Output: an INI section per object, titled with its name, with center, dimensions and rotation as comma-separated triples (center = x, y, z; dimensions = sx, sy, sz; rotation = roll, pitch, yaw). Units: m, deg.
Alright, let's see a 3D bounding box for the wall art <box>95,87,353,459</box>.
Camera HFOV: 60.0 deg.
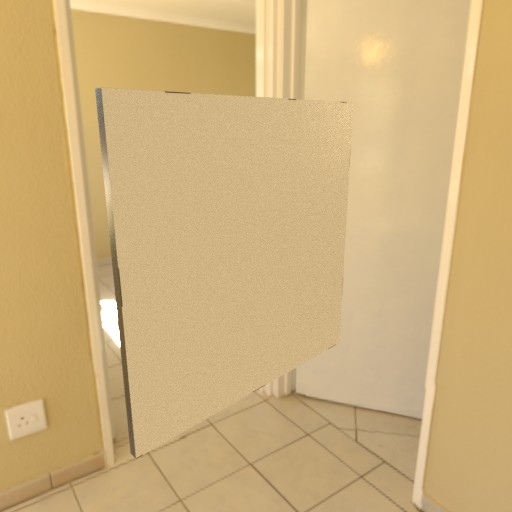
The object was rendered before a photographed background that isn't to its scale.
[wall art]
center = 0.000, 0.000, 0.658
dimensions = 0.446, 0.445, 0.014
rotation = -16, 23, -42
